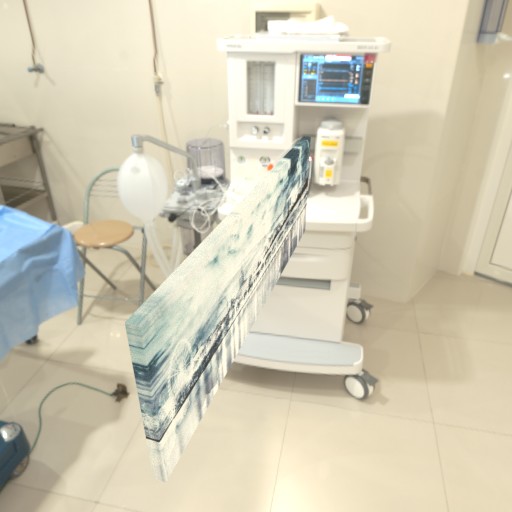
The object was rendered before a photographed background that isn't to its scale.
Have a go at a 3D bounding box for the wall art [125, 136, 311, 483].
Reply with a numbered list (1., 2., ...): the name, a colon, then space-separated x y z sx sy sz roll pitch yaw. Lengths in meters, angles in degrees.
1. wall art: 0.000 0.000 1.638 0.037 0.509 1.524 10 31 16
